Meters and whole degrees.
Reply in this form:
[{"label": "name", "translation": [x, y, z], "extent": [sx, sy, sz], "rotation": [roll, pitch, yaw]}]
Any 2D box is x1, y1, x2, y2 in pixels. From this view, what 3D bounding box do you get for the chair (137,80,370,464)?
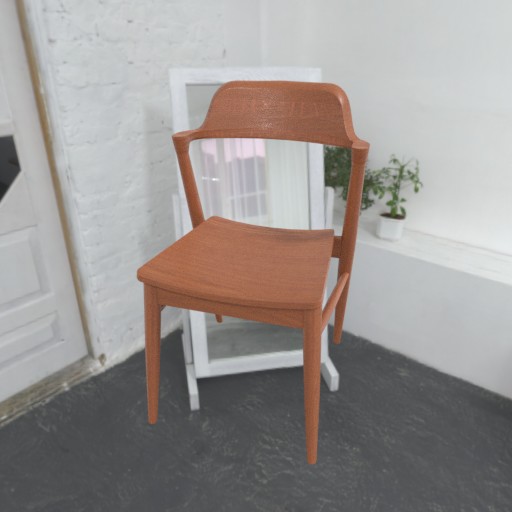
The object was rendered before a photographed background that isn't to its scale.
[{"label": "chair", "translation": [0.000, 0.000, 1.137], "extent": [0.496, 0.801, 0.499], "rotation": [8, 27, 15]}]
